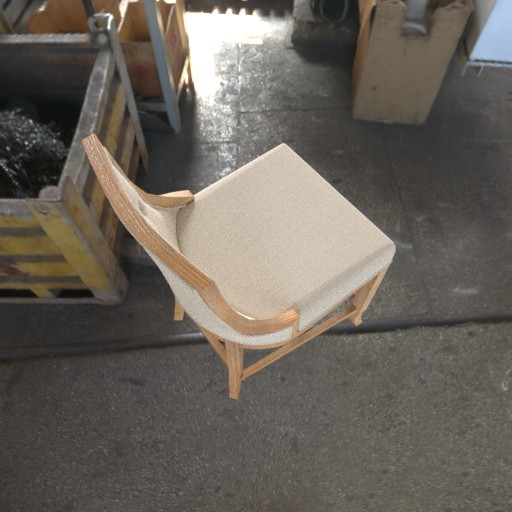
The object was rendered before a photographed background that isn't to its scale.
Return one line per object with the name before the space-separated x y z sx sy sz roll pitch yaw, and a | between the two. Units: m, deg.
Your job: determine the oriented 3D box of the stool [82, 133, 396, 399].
stool | 0.000 0.000 1.305 0.626 0.938 0.524 -33 65 -18
